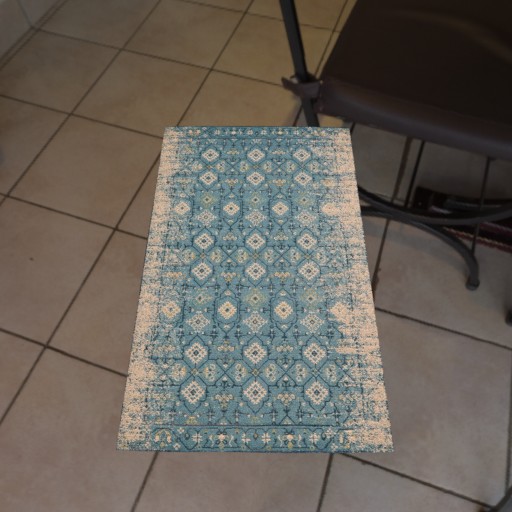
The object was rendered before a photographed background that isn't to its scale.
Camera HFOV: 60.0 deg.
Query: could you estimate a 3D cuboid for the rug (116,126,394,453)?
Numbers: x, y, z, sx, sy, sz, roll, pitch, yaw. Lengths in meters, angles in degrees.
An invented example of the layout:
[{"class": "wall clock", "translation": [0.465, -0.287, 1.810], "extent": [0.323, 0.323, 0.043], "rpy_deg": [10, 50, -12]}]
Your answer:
[{"class": "rug", "translation": [0.000, 0.000, 2.198], "extent": [1.102, 0.008, 1.795], "rpy_deg": [0, 60, 0]}]
